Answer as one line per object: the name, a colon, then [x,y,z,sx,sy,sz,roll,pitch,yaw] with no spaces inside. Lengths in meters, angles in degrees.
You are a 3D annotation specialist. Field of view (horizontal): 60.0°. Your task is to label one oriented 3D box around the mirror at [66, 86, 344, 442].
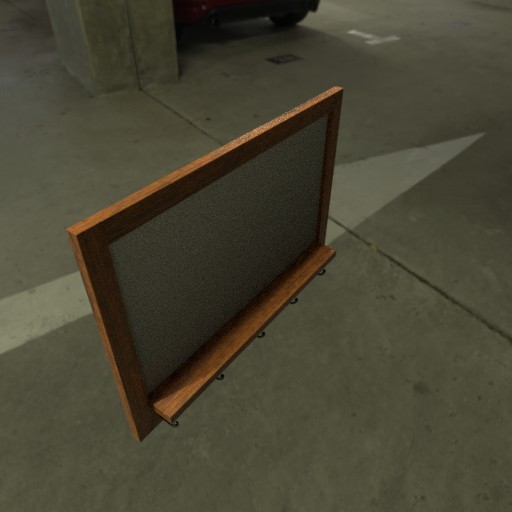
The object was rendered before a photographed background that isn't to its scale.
mirror: [0.000,0.000,0.991,0.084,0.537,0.758,25,45,28]
